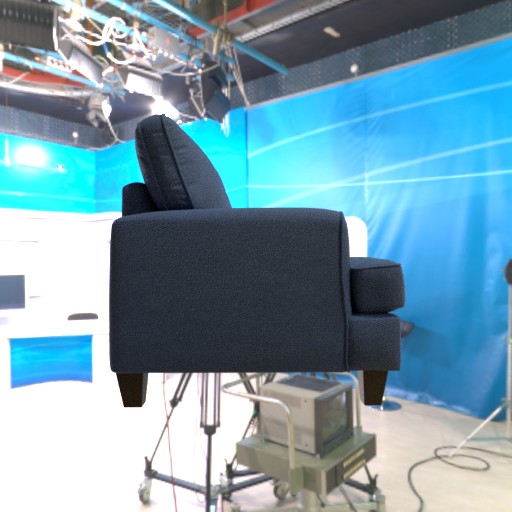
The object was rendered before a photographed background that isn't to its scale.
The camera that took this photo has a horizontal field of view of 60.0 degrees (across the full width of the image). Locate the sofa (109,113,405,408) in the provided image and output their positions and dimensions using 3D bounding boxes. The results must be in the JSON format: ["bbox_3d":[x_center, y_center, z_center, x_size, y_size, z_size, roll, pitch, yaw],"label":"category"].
[{"bbox_3d":[0.000,0.000,2.191,0.965,0.965,1.651,0,0,-1],"label":"sofa"}]
